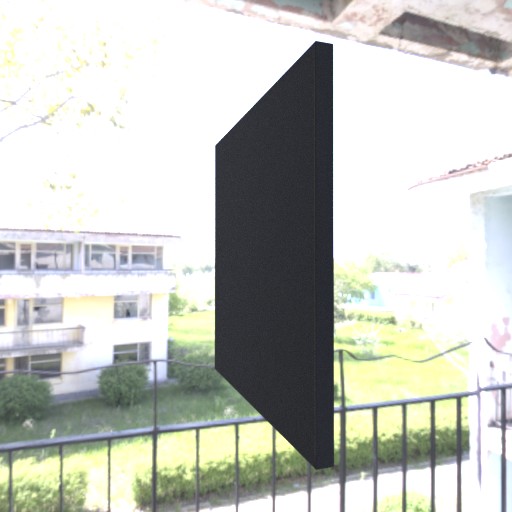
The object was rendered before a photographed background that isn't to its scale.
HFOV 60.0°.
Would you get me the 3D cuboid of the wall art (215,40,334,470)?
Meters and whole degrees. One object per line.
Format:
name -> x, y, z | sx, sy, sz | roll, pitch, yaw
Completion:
wall art -> 0.000, 0.000, 0.459 | 0.015, 0.303, 0.304 | 0, 0, -19
